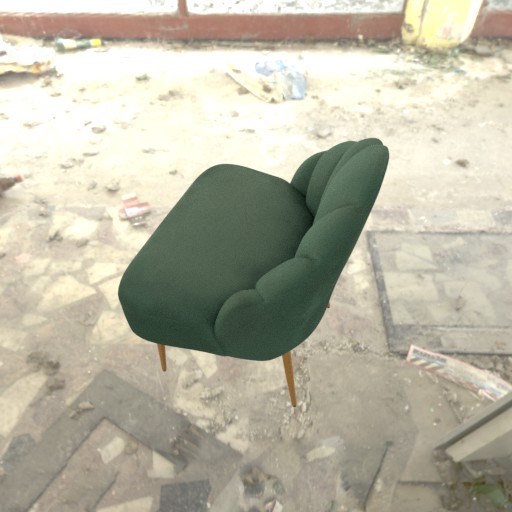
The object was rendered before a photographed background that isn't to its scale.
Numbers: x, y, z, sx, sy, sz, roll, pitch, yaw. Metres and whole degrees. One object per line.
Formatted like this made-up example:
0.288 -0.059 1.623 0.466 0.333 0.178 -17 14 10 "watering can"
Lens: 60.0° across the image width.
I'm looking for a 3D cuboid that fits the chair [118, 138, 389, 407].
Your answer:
0.000 0.000 1.304 0.599 0.819 0.657 16 49 14 "chair"
